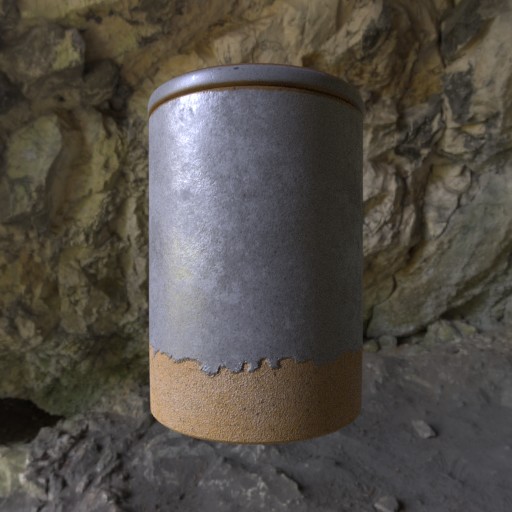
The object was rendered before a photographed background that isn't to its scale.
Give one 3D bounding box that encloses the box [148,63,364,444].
[{"bbox_3d":[0.000,0.000,0.248,0.118,0.168,0.118,0,-1,0],"label":"box"}]
